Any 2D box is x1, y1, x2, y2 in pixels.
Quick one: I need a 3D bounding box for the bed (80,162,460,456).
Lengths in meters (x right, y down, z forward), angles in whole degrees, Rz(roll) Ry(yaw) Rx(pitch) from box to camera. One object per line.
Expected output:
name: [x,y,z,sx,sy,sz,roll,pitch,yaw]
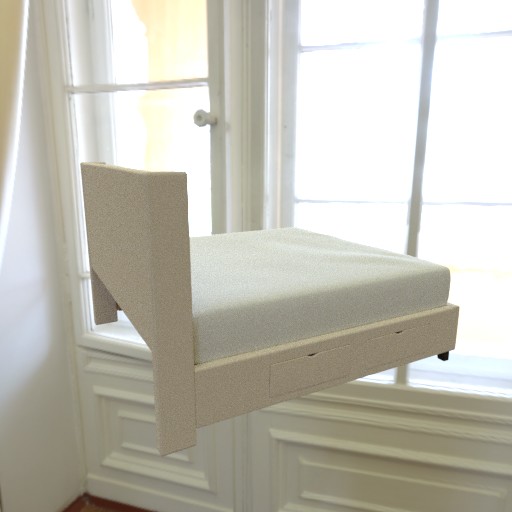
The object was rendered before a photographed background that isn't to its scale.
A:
bed: [0.000,0.000,3.585,2.293,1.471,2.145,-7,15,-28]
